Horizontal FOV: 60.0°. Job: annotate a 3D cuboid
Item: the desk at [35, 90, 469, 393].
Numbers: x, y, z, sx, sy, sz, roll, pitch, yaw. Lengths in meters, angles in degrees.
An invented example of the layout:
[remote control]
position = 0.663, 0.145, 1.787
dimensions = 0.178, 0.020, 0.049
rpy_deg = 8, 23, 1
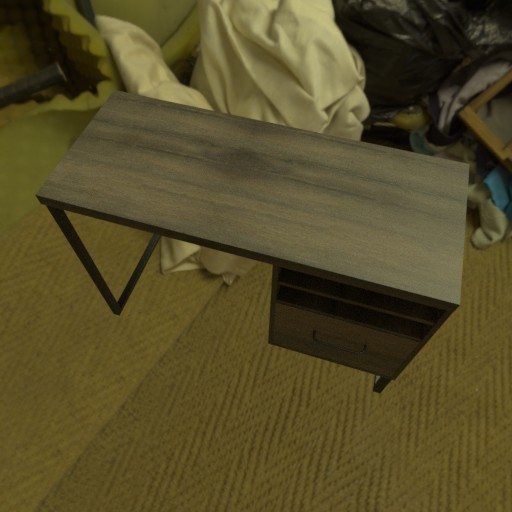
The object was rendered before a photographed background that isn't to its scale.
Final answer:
[desk]
position = 0.000, 0.000, 1.556
dimensions = 1.134, 0.752, 0.511
rpy_deg = 15, 58, 9
